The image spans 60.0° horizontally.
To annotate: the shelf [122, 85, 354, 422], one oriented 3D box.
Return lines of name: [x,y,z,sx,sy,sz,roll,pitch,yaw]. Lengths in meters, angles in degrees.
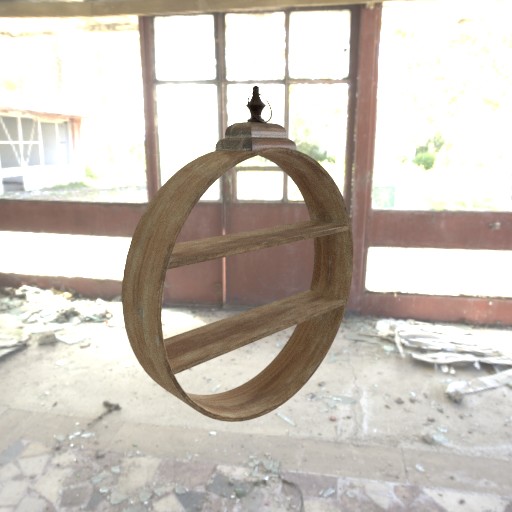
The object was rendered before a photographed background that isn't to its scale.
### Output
shelf: [0.000,0.000,1.001,0.601,0.725,0.125,-13,19,-43]
